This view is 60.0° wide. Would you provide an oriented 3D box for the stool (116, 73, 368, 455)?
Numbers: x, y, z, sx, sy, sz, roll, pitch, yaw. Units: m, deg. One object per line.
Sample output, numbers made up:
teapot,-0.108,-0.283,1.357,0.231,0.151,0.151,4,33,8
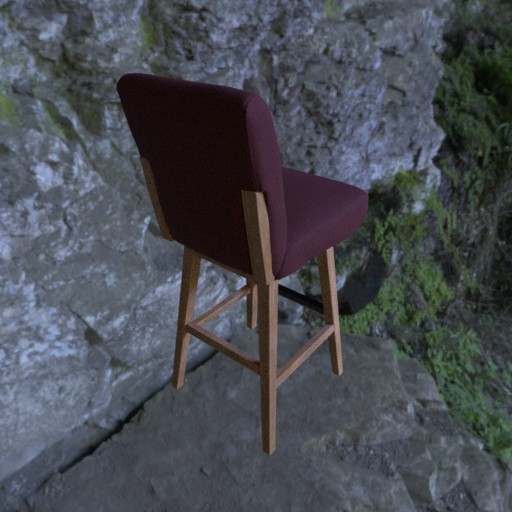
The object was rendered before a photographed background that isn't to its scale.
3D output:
stool,0.000,0.000,1.377,0.468,1.093,0.562,23,37,33
